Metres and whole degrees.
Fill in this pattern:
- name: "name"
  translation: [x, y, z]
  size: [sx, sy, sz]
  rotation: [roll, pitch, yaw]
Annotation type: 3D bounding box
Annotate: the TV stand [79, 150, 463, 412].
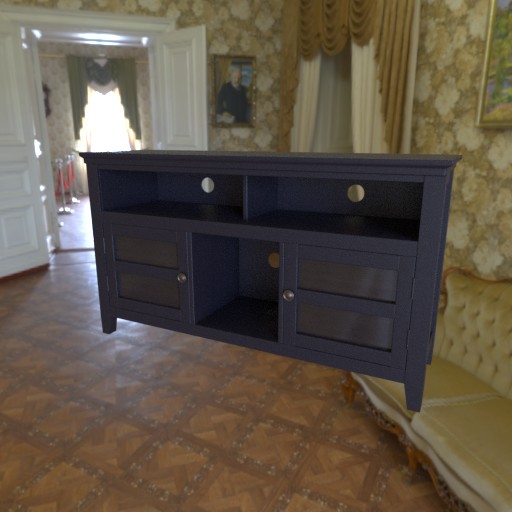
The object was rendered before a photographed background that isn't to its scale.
- name: "TV stand"
  translation: [0.000, 0.000, 1.510]
  size: [1.198, 0.681, 0.347]
  rotation: [7, 17, 25]
